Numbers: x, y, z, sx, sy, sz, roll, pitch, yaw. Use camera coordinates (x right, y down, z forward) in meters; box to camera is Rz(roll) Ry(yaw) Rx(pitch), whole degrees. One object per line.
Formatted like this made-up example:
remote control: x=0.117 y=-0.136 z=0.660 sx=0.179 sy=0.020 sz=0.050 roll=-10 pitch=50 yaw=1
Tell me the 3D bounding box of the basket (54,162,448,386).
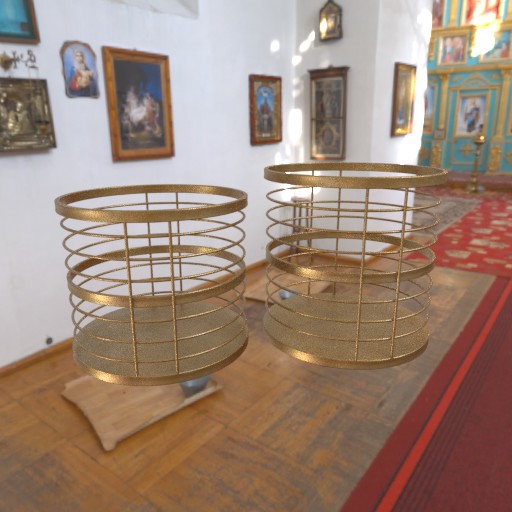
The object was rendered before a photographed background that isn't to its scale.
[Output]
basket: x=0.000 y=0.000 z=0.912 sx=0.746 sy=0.351 sz=0.356 roll=-2 pitch=16 yaw=-8
